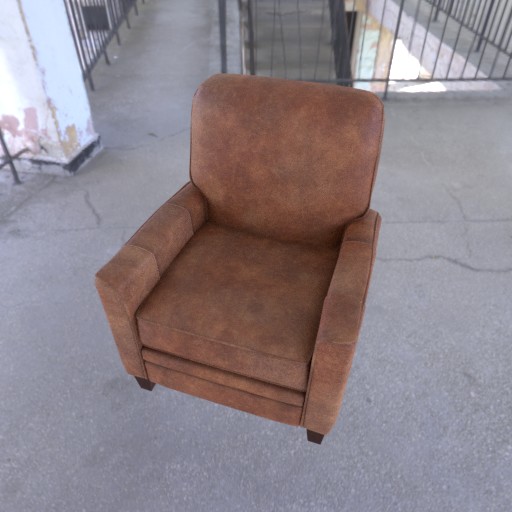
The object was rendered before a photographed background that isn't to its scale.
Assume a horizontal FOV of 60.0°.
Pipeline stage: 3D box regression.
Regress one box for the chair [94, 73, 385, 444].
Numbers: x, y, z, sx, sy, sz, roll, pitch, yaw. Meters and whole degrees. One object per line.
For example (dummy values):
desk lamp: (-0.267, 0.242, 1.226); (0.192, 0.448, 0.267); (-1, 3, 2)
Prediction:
chair: (0.000, 0.000, 1.648); (0.843, 1.043, 0.836); (12, 42, 14)
